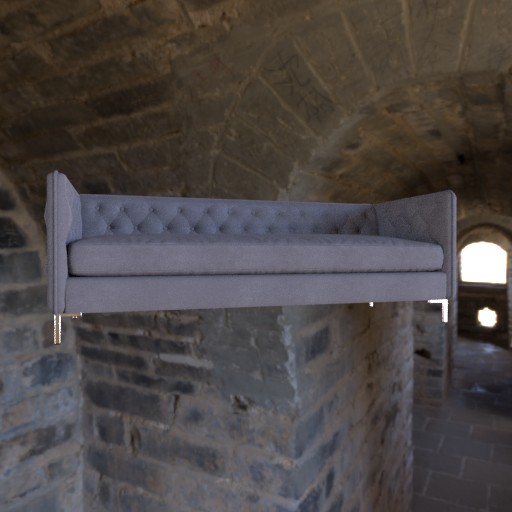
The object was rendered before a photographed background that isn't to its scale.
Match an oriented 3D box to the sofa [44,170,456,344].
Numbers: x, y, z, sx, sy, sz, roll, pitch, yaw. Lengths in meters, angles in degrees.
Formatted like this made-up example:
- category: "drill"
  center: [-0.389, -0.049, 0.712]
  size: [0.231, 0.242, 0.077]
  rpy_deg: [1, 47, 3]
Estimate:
- category: "sofa"
  center: [0.000, 0.000, 2.649]
  size: [2.209, 0.771, 0.895]
  rpy_deg: [0, 0, -17]
